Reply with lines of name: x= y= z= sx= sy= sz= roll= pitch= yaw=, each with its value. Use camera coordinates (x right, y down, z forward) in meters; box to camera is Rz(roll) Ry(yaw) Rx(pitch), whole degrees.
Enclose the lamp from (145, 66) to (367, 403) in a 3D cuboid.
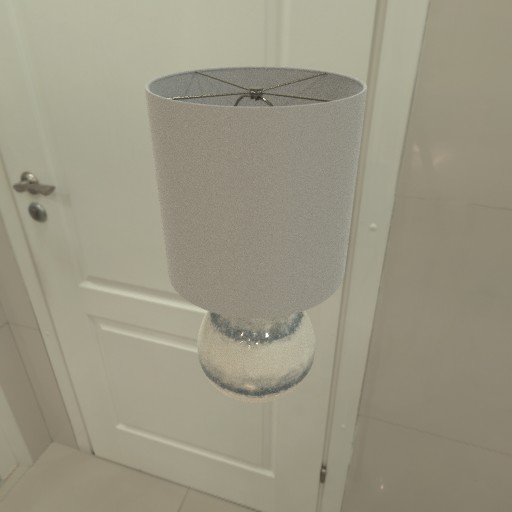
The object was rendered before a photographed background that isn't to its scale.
lamp: x=0.000 y=0.000 z=0.545 sx=0.216 sy=0.404 sz=0.216 roll=10 pitch=33 yaw=16
